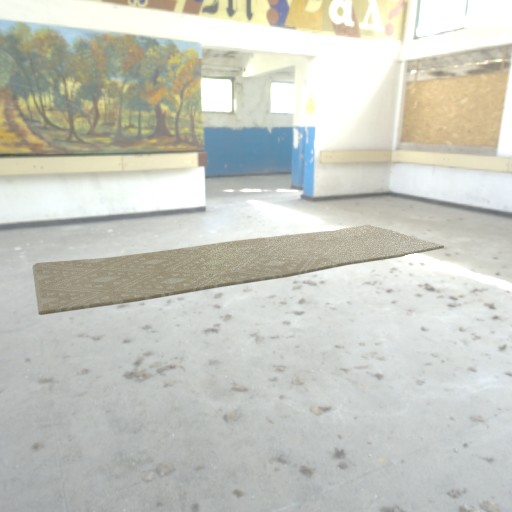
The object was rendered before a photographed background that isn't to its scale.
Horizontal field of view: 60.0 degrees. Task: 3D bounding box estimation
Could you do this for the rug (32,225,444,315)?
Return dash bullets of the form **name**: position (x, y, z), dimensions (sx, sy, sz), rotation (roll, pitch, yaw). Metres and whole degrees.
- **rug**: position (0.000, 0.000, 2.726), dimensions (2.452, 0.051, 0.752), rotation (-8, 18, -26)
